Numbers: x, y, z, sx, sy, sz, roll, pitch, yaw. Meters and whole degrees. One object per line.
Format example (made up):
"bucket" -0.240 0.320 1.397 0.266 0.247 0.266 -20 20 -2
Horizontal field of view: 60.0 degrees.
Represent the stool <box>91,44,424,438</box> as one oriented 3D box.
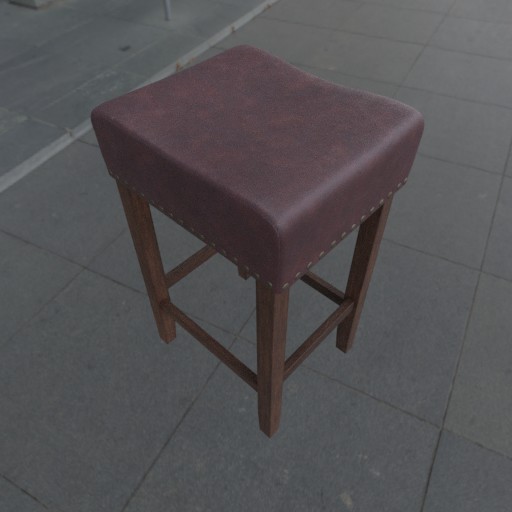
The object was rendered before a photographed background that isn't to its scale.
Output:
"stool" 0.000 0.000 1.055 0.465 0.769 0.401 34 56 28
